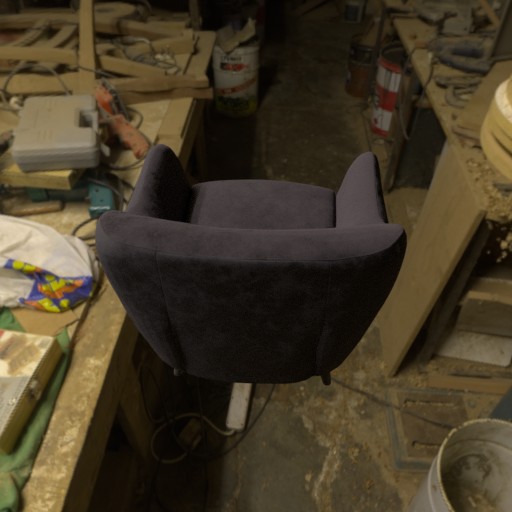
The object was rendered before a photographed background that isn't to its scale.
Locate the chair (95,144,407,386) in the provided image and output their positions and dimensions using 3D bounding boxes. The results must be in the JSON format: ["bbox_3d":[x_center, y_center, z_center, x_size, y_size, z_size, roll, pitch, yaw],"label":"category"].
[{"bbox_3d":[0.000,0.000,1.512,0.840,0.807,0.819,3,45,3],"label":"chair"}]
